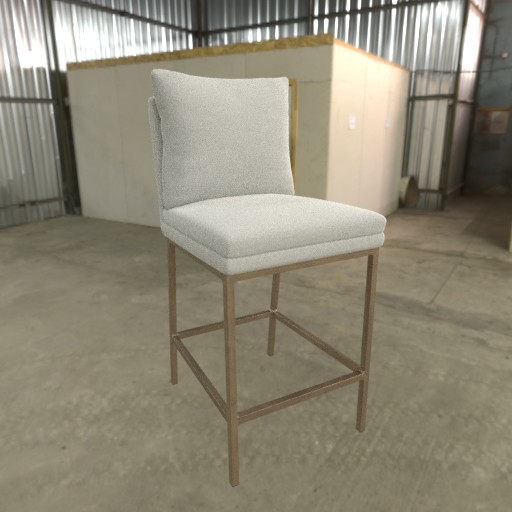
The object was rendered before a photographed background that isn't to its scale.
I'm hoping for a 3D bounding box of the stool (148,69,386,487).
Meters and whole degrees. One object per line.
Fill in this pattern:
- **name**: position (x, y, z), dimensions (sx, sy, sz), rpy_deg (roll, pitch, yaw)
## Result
- **stool**: position (0.000, 0.000, 1.307), dimensions (0.463, 1.032, 0.572), rpy_deg (-9, 20, -28)
